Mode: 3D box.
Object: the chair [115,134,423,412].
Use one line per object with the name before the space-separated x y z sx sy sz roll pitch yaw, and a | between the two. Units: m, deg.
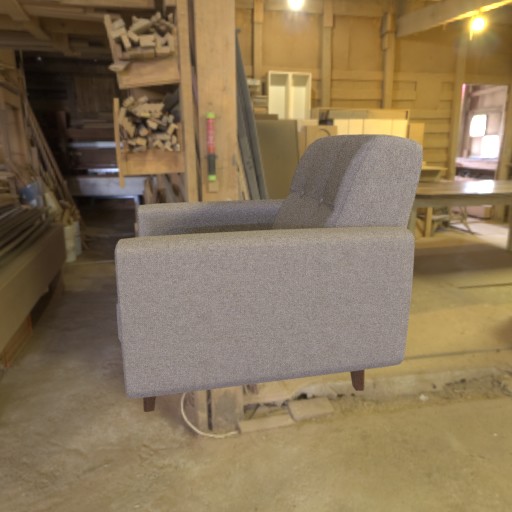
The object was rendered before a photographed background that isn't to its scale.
chair | 0.000 0.000 1.585 0.907 0.839 0.831 -2 14 -10
